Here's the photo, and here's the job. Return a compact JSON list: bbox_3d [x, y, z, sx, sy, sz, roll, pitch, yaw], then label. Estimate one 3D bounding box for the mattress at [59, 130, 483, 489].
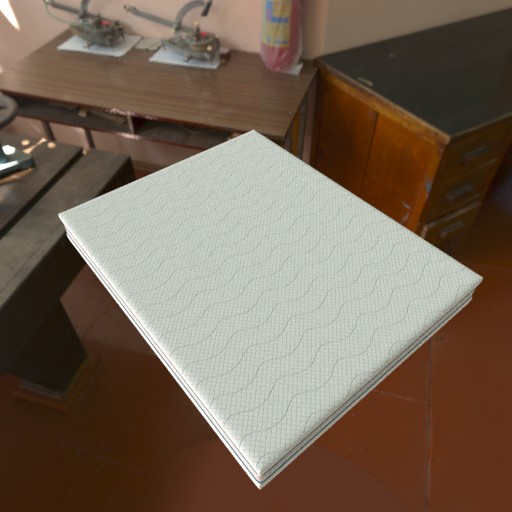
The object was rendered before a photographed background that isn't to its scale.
[{"bbox_3d":[0.000,0.000,2.690,1.600,0.230,2.000,-31,54,-26],"label":"mattress"}]
